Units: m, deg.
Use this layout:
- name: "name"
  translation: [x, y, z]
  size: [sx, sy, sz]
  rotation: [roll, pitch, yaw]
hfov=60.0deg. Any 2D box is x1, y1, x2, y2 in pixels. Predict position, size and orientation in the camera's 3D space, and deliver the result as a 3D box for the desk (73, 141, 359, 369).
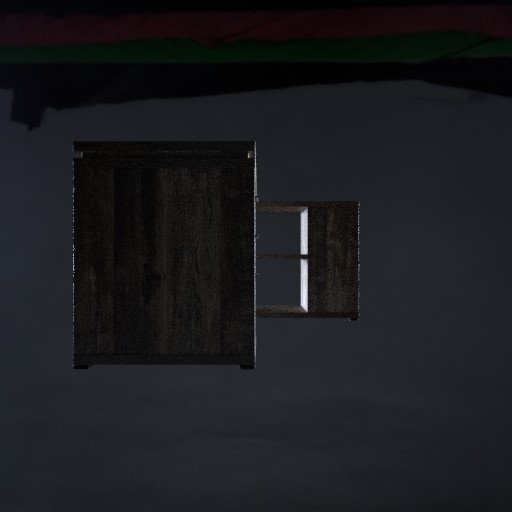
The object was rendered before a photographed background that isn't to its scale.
- name: "desk"
  translation: [0.000, 0.000, 2.222]
  size: [1.200, 0.753, 1.524]
  rotation: [0, 0, 0]
